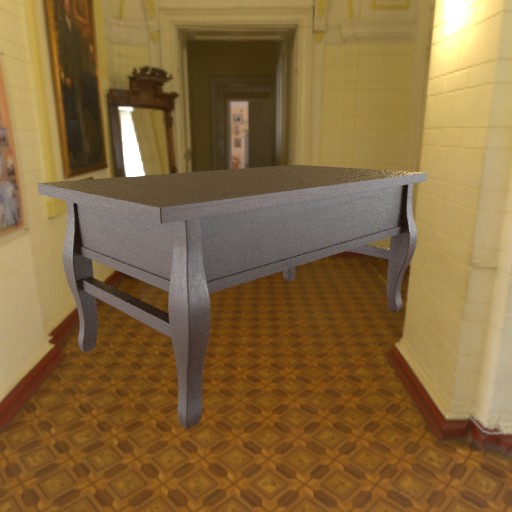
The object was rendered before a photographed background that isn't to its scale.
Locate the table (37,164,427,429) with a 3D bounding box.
[{"bbox_3d":[0.000,0.000,1.406,0.600,0.494,1.062,15,21,43],"label":"table"}]
